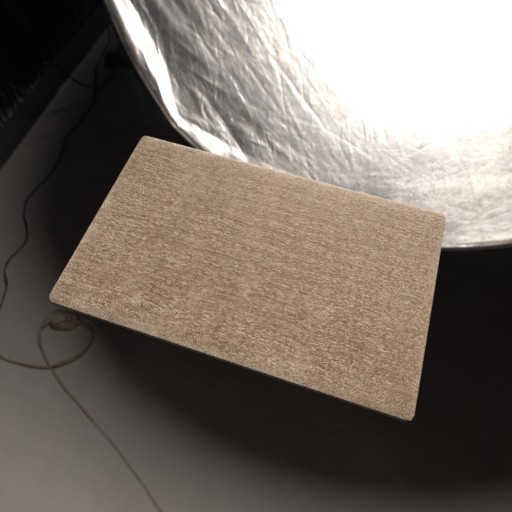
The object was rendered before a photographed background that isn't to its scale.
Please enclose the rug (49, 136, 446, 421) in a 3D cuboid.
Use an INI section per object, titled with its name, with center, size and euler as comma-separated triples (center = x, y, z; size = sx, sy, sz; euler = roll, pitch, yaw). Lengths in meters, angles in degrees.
[rug]
center = 0.000, 0.000, 3.134
size = 2.469, 0.024, 1.539
euler = 16, 64, 8
